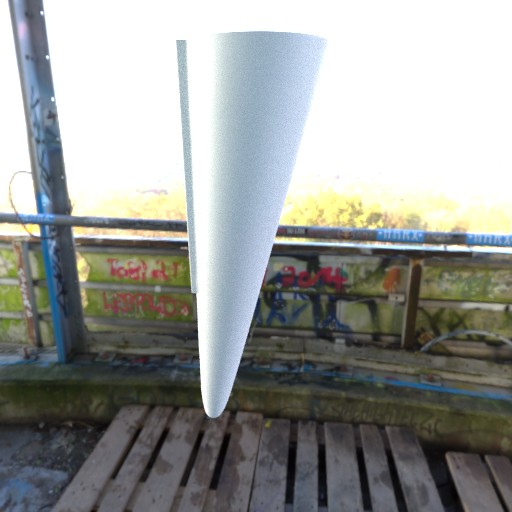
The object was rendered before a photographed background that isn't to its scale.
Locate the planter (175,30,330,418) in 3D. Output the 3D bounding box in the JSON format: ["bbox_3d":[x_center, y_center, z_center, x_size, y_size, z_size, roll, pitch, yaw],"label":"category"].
[{"bbox_3d":[0.000,0.000,0.221,0.064,0.193,0.057,3,17,9],"label":"planter"}]
